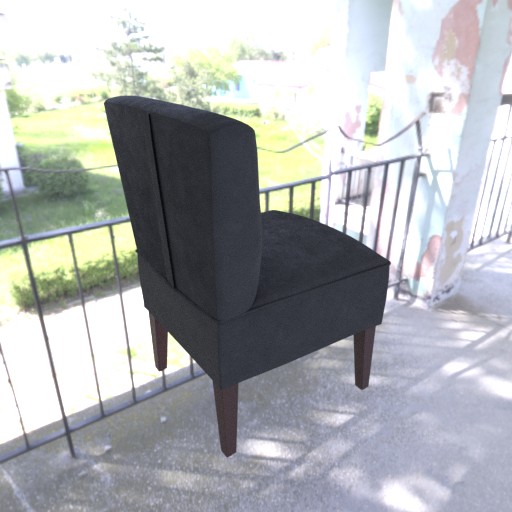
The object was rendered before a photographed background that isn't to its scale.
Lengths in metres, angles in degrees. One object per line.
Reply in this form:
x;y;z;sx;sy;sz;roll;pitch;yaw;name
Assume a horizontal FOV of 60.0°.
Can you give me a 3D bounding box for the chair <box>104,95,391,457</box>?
0.000;0.000;1.173;0.554;0.806;0.521;-17;30;-32;chair
